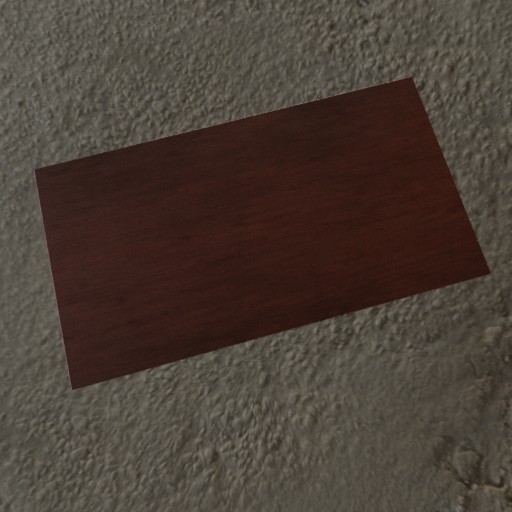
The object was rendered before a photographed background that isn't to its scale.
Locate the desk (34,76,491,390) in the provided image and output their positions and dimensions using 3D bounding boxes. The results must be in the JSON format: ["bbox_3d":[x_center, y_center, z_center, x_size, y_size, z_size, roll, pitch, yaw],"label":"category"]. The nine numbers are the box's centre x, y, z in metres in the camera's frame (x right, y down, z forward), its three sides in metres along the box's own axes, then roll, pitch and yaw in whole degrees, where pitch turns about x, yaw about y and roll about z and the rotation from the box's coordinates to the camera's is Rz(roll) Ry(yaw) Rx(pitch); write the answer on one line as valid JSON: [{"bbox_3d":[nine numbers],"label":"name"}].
[{"bbox_3d":[0.000,0.000,1.446,1.001,0.762,0.549,-15,77,-3],"label":"desk"}]
